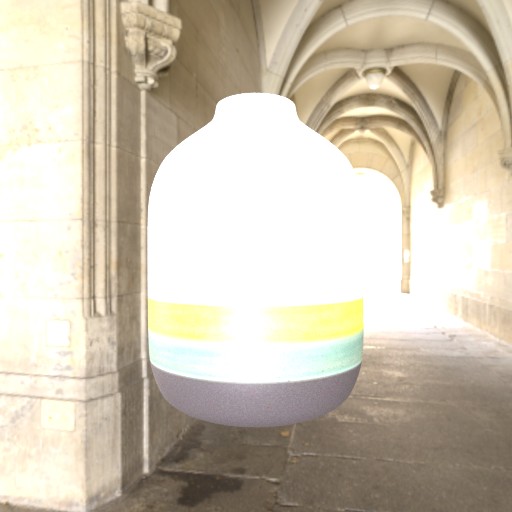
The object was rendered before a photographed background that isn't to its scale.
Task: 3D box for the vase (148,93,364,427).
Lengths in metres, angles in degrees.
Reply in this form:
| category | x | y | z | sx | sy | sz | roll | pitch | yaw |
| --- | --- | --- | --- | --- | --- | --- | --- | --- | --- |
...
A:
| category | x | y | z | sx | sy | sz | roll | pitch | yaw |
| --- | --- | --- | --- | --- | --- | --- | --- | --- | --- |
| vase | 0.000 | 0.000 | 0.357 | 0.169 | 0.240 | 0.169 | 0 | 0 | 0 |
